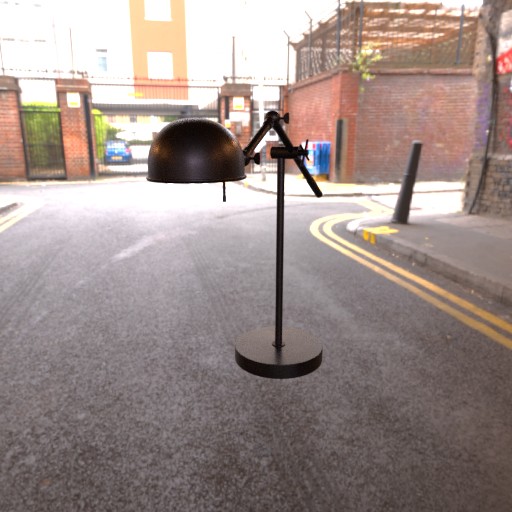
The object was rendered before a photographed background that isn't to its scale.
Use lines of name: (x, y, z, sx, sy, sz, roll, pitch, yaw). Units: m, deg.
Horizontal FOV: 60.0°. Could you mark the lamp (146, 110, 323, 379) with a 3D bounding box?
lamp: (0.000, 0.000, 0.791, 0.185, 0.495, 0.567, 7, 16, 25)
